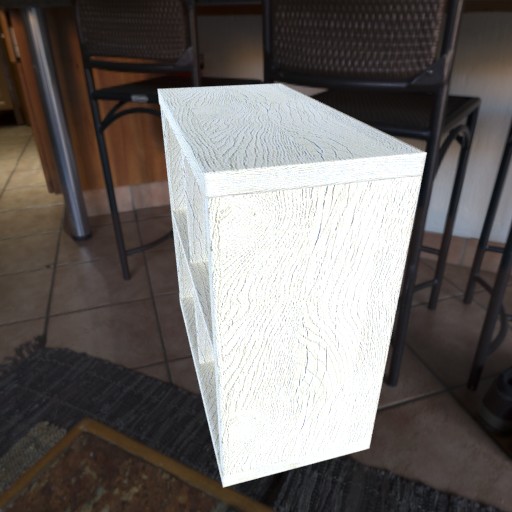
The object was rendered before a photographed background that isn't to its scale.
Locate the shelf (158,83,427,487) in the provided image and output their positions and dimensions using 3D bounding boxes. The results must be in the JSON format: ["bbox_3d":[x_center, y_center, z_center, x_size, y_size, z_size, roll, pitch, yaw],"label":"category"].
[{"bbox_3d":[0.000,0.000,1.247,0.390,0.786,0.790,-8,31,-14],"label":"shelf"}]
